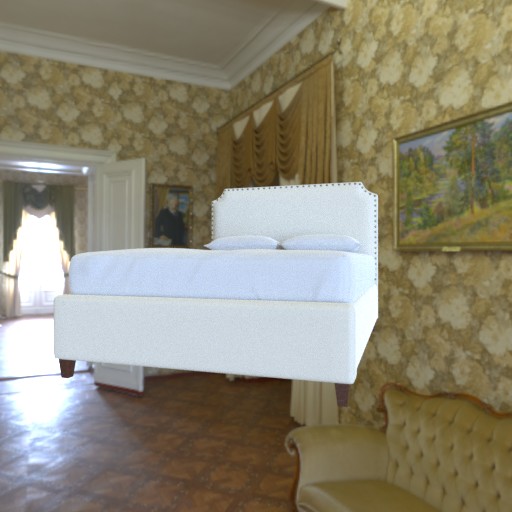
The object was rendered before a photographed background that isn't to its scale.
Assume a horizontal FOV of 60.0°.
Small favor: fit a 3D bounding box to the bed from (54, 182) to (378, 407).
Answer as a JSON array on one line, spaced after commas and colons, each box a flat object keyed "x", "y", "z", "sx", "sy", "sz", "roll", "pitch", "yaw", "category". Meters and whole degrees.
[{"x": 0.000, "y": 0.000, "z": 3.383, "sx": 1.703, "sy": 1.415, "sz": 2.329, "roll": 0, "pitch": 0, "yaw": 18, "category": "bed"}]
